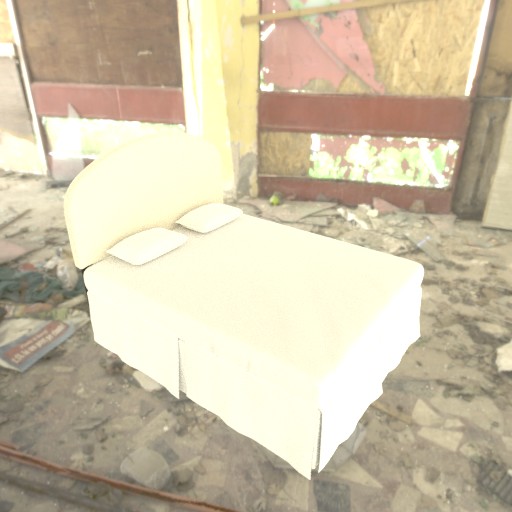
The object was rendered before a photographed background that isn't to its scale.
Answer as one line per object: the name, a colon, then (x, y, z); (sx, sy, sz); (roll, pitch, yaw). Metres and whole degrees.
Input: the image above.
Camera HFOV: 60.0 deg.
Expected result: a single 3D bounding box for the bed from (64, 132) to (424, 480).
bed: (0.000, 0.000, 3.057); (2.005, 1.410, 1.607); (19, 32, 32)
